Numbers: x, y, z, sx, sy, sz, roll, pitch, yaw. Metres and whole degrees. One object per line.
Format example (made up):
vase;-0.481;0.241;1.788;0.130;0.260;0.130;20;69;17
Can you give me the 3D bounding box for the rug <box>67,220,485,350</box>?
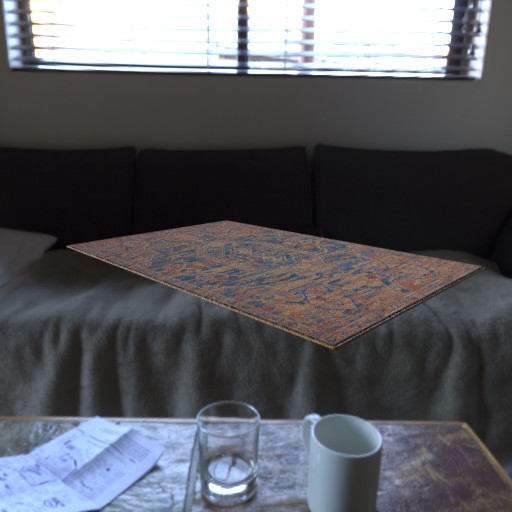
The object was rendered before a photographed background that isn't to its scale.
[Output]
rug;0.000;0.000;2.190;1.148;0.013;1.758;-14;20;-43
